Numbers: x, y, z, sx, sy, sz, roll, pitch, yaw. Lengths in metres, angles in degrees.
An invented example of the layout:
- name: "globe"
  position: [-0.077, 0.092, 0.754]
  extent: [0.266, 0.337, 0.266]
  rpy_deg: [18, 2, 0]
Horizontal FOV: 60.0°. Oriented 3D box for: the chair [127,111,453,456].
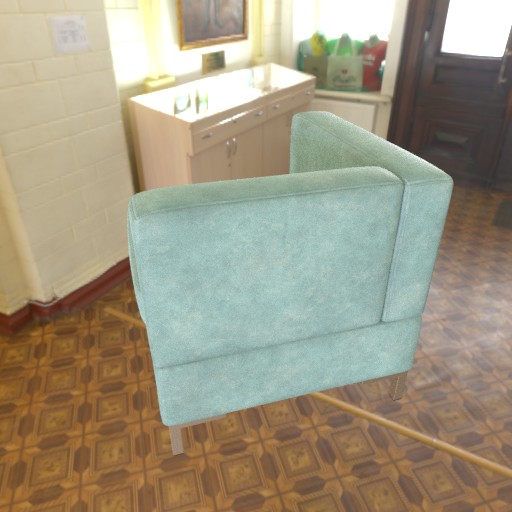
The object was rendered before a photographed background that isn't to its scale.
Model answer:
- name: "chair"
  position: [0.000, 0.000, 1.256]
  extent: [0.684, 0.660, 0.691]
  rpy_deg: [-8, 31, -14]
